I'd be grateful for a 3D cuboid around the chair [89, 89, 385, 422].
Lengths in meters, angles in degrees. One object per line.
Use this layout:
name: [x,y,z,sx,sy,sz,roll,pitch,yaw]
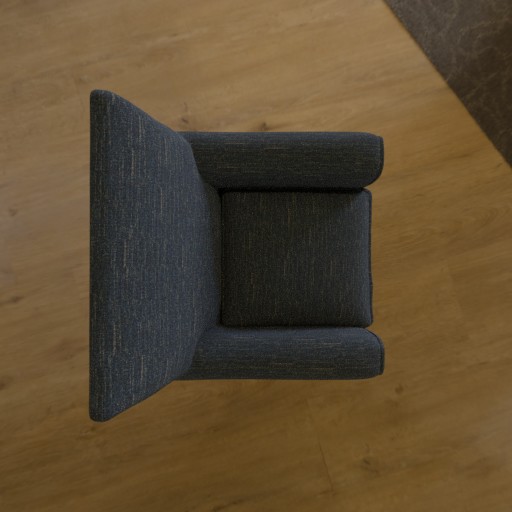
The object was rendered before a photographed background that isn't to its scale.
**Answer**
chair: [0.000,0.000,1.598,0.873,0.928,0.864,0,90,-1]
